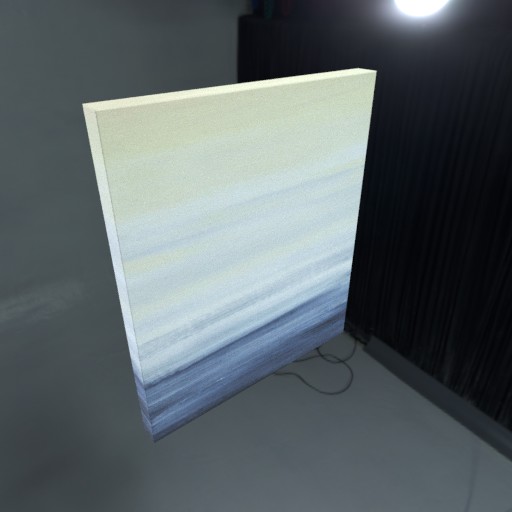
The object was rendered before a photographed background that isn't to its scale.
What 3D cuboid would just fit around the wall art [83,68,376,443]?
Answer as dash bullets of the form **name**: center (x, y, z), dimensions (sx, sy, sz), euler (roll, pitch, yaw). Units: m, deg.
- **wall art**: center (0.000, 0.000, 0.699), dimensions (0.435, 0.511, 0.037), euler (-21, 37, -32)
